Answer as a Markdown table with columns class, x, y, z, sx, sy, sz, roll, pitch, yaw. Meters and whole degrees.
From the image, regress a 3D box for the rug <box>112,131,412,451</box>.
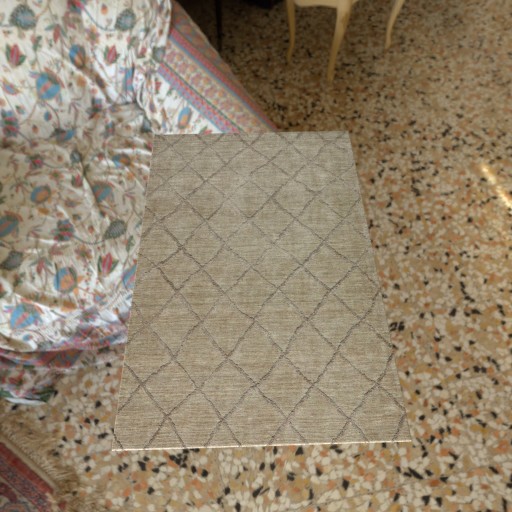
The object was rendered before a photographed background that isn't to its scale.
| class | x | y | z | sx | sy | sz | roll | pitch | yaw |
| --- | --- | --- | --- | --- | --- | --- | --- | --- | --- |
| rug | 0.000 | 0.000 | 2.857 | 1.521 | 0.015 | 2.280 | -1 | 58 | -1 |
